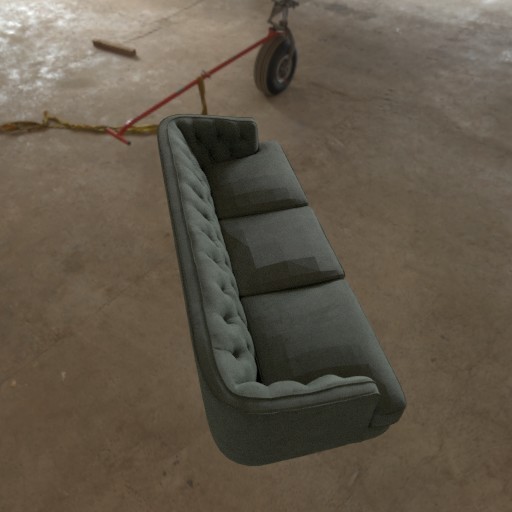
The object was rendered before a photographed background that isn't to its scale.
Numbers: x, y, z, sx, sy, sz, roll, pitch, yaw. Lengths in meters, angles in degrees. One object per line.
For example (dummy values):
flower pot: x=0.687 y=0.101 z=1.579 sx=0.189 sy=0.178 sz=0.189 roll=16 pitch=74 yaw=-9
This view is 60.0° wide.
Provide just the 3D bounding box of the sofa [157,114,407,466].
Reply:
sofa: x=0.000 y=0.000 z=2.732 sx=0.941 sy=0.855 sz=2.278 roll=-10 pitch=49 yaw=-9
